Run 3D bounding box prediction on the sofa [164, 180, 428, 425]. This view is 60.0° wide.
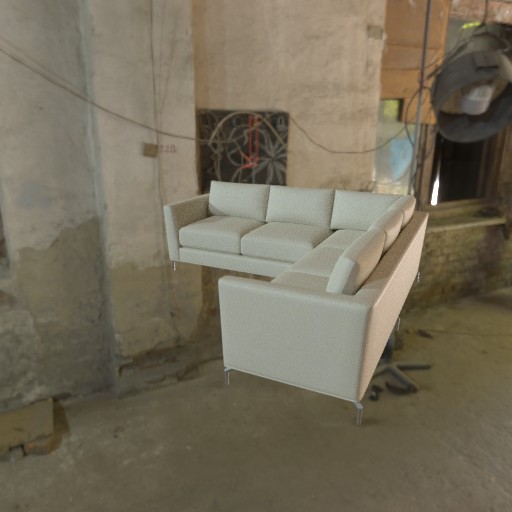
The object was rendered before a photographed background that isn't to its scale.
[{"bbox_3d":[0.000,0.000,3.708,2.430,0.867,2.448,8,19,25],"label":"sofa"}]
